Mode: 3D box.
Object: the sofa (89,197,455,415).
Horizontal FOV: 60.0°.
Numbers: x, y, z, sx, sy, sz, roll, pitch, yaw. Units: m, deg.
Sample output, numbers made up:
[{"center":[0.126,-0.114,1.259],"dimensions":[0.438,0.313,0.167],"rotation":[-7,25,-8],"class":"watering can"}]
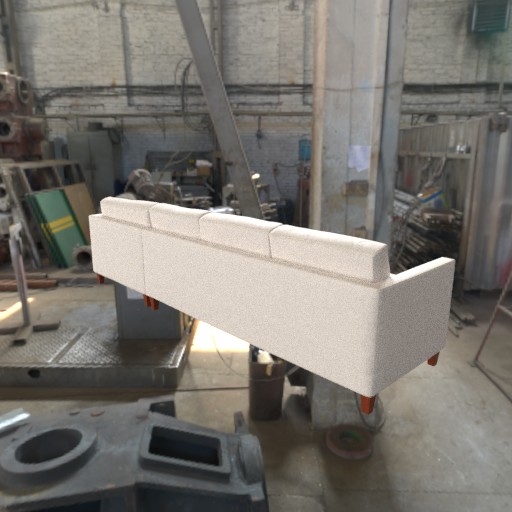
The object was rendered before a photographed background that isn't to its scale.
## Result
[{"center":[0.000,0.000,4.033],"dimensions":[1.606,0.954,3.471],"rotation":[-13,19,-42],"class":"sofa"}]
